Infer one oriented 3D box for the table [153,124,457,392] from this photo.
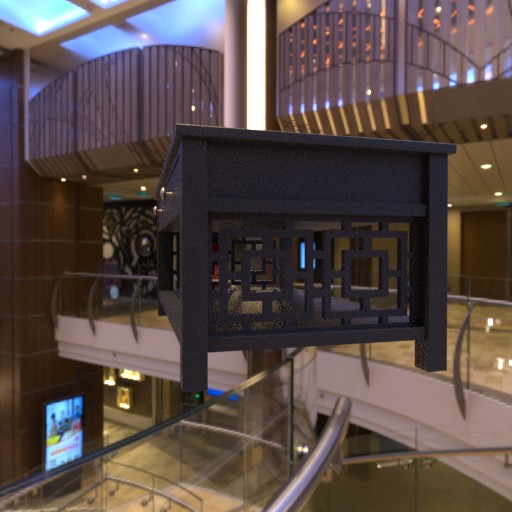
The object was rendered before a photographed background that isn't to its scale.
[{"bbox_3d":[0.000,0.000,1.397,0.612,0.493,1.068,0,1,-15],"label":"table"}]
